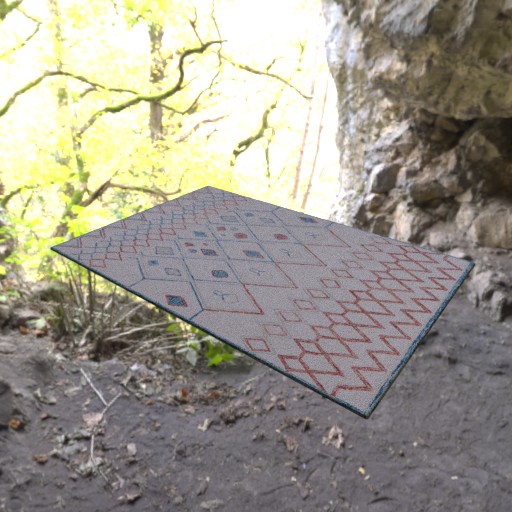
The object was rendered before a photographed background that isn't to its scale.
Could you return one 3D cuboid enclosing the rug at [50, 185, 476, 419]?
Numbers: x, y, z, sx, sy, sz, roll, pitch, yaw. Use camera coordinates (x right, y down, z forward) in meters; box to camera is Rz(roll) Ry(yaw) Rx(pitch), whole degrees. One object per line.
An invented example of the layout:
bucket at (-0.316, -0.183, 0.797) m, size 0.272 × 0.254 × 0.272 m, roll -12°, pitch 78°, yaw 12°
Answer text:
rug at (0.000, 0.000, 2.282) m, size 1.829 × 0.016 × 1.219 m, roll 21°, pitch 35°, yaw 33°
